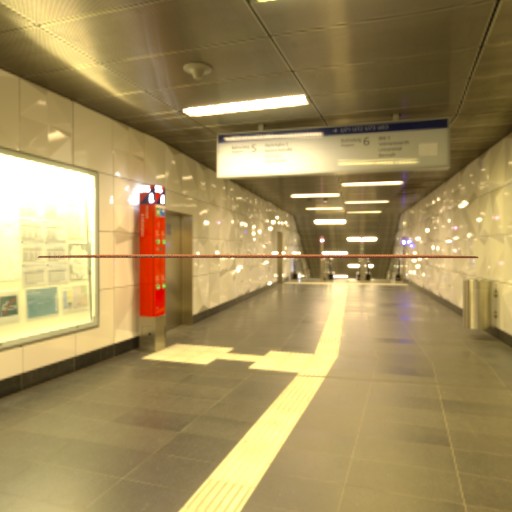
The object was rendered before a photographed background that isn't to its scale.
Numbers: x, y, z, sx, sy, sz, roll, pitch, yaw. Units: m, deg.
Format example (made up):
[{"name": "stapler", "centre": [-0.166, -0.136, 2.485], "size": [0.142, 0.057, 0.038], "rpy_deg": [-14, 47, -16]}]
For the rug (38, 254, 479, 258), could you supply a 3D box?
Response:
[{"name": "rug", "centre": [0.000, 0.000, 2.802], "size": [2.471, 0.013, 0.914], "rpy_deg": [0, 1, -1]}]
